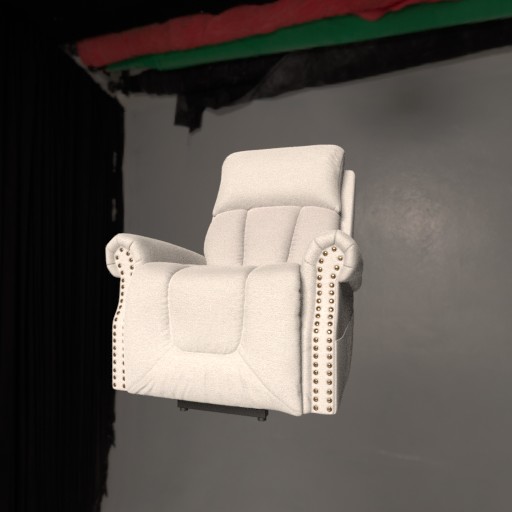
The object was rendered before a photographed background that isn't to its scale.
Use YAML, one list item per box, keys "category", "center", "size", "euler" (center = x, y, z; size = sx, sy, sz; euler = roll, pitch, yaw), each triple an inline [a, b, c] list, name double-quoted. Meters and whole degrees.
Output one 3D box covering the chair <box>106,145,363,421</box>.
- category: "chair"
  center: [0.000, 0.000, 1.765]
  size: [0.871, 1.031, 0.979]
  euler: [0, 0, 19]
